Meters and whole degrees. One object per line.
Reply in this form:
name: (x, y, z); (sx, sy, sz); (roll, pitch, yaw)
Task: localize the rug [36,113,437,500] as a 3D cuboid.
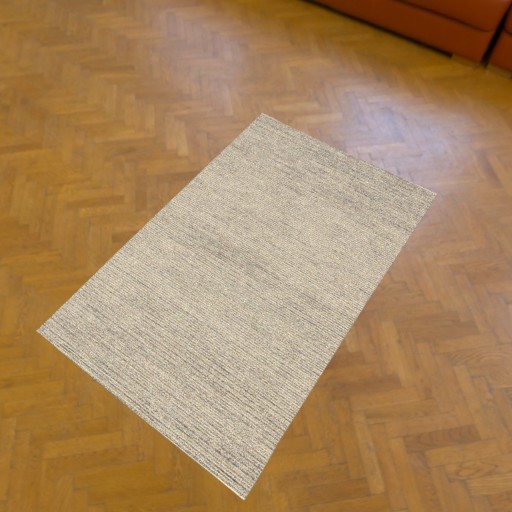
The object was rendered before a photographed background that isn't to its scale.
rug: (0.000, 0.000, 2.206); (1.162, 0.022, 1.804); (31, 63, 18)
